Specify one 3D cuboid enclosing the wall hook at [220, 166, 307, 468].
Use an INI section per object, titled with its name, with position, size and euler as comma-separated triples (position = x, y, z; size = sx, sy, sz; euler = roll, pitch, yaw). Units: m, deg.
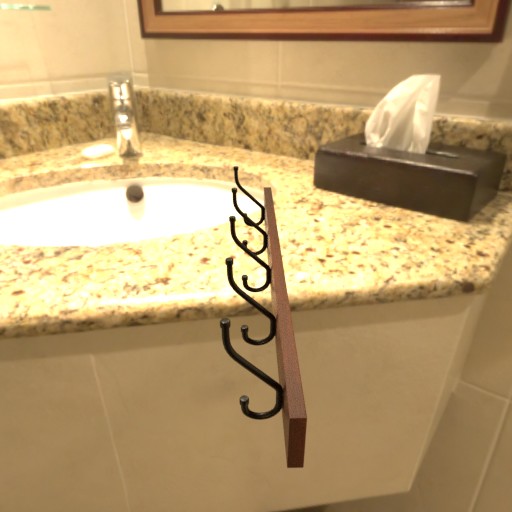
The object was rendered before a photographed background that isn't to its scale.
[wall hook]
position = 0.000, 0.000, 0.608
size = 0.071, 0.117, 0.571
euler = -1, 27, -1
